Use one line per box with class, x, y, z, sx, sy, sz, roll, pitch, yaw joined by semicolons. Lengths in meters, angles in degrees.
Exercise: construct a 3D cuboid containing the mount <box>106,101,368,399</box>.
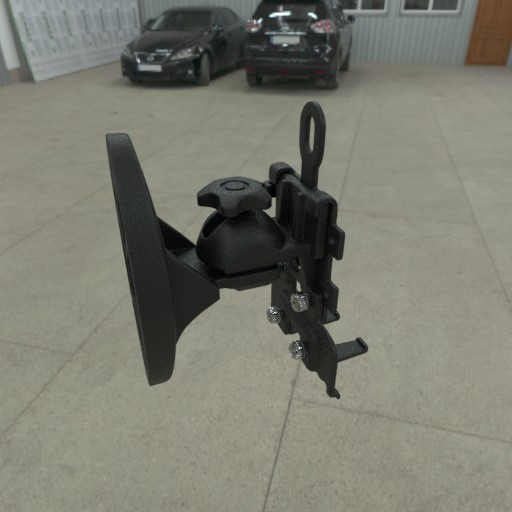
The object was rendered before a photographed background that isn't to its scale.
mount;0.000;0.000;0.180;0.100;0.118;0.066;-11;32;-18
